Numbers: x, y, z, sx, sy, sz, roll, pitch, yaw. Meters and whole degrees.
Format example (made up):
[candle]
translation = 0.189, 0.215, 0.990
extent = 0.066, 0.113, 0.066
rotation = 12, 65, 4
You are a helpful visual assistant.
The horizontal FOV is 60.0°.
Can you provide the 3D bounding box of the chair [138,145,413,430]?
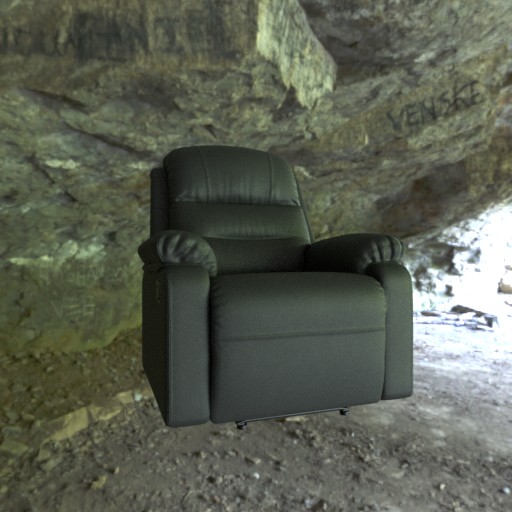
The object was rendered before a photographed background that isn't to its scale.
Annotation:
[chair]
translation = 0.000, 0.000, 1.685
extent = 0.855, 0.992, 0.919
rotation = 0, 0, -19
